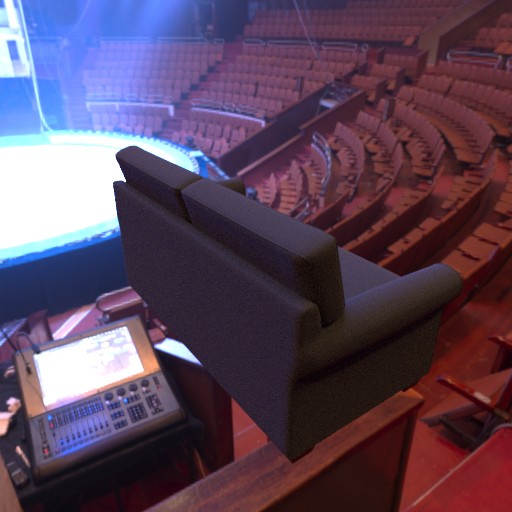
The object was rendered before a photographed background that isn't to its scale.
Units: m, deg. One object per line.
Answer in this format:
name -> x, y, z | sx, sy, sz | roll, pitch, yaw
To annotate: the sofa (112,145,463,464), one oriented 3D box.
sofa -> 0.000, 0.000, 2.486 | 0.940, 1.020, 1.930 | -17, 31, -31
